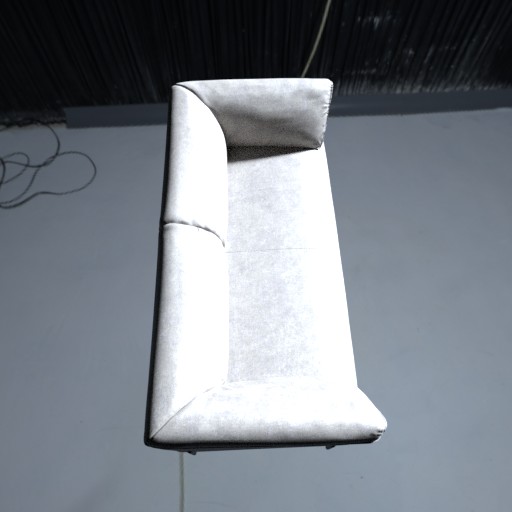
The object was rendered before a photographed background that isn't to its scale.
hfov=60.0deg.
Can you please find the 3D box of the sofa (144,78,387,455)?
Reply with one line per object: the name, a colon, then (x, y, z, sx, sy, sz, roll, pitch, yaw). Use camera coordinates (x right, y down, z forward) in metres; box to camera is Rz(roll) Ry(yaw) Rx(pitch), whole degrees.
sofa: (0.000, 0.000, 2.316, 0.905, 0.747, 1.878, -2, 63, -1)
